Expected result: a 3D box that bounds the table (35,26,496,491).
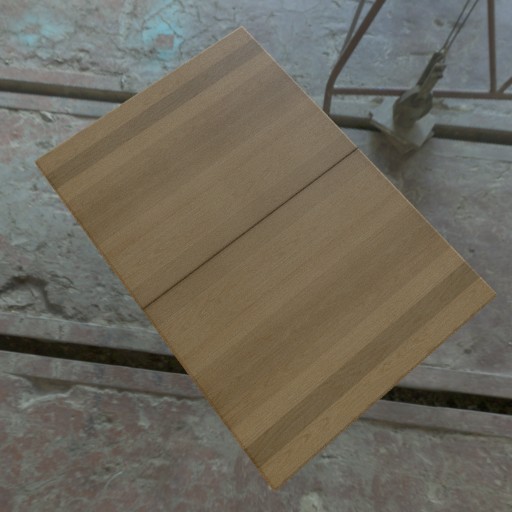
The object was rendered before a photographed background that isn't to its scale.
[{"bbox_3d":[0.000,0.000,1.811,0.900,0.770,1.300,-37,78,-9],"label":"table"}]
